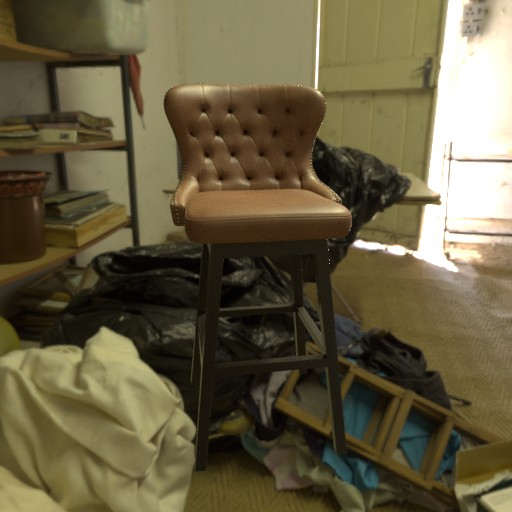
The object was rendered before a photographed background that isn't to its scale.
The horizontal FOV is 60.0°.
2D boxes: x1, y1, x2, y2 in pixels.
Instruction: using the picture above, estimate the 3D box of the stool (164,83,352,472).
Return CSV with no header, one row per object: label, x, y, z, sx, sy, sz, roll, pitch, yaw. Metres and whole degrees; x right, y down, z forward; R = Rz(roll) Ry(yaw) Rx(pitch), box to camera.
stool,0.000,0.000,1.395,0.528,1.050,0.601,-3,17,-9
